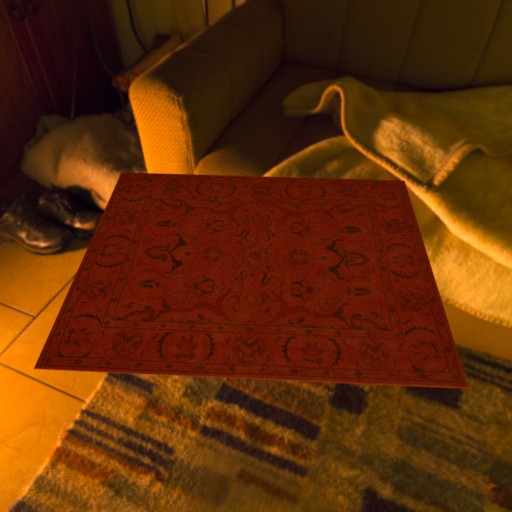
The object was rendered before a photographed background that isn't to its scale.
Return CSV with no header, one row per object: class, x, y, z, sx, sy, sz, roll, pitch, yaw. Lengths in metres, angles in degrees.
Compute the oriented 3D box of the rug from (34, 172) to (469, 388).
rug,0.000,0.000,3.777,2.929,0.012,2.300,2,46,2
